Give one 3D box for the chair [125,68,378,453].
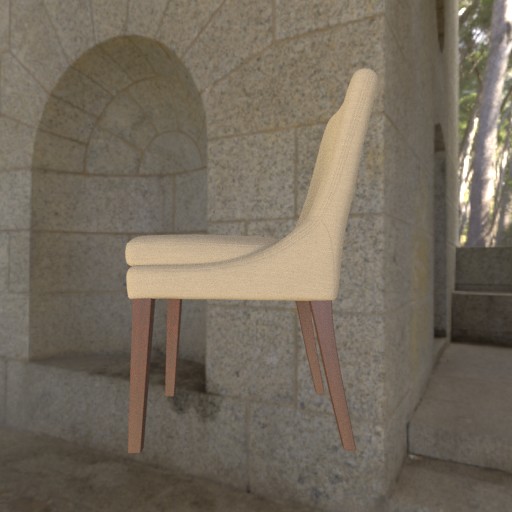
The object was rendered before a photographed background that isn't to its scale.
[{"bbox_3d":[0.000,0.000,1.295,0.638,0.940,0.515,0,-1,-1],"label":"chair"}]
